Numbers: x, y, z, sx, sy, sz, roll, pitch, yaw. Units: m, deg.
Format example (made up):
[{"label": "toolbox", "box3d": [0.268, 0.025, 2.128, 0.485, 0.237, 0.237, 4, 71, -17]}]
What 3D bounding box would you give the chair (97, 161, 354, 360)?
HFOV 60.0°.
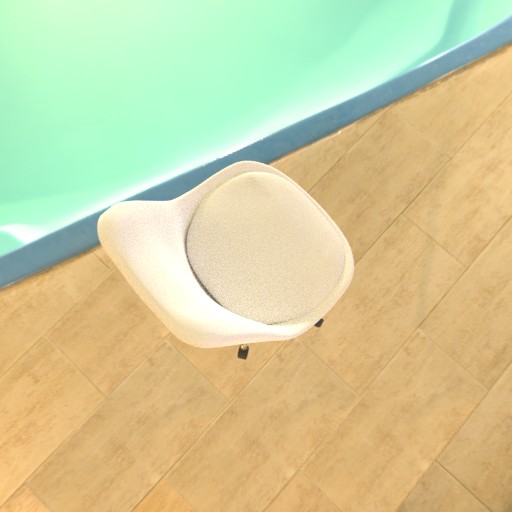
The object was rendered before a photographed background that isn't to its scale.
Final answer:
[{"label": "chair", "box3d": [0.000, 0.000, 1.245, 0.550, 0.930, 0.550, -40, 79, -9]}]
